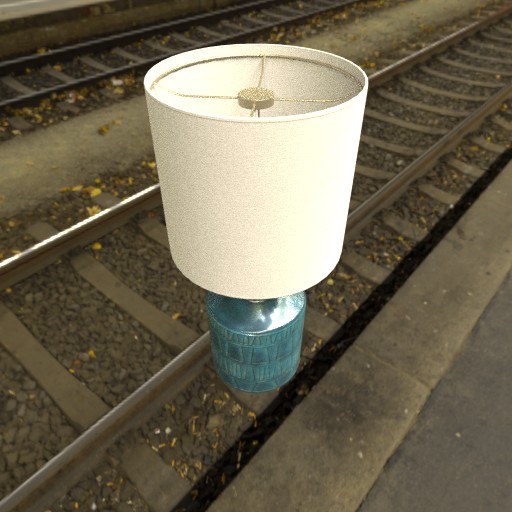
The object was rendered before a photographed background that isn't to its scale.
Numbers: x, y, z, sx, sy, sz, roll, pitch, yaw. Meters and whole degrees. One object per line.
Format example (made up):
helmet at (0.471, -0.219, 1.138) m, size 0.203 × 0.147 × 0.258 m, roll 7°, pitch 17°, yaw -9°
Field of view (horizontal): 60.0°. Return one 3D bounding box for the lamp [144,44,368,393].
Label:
lamp at (0.000, 0.000, 0.571) m, size 0.211 × 0.455 × 0.211 m, roll 13°, pitch 42°, yaw 15°
